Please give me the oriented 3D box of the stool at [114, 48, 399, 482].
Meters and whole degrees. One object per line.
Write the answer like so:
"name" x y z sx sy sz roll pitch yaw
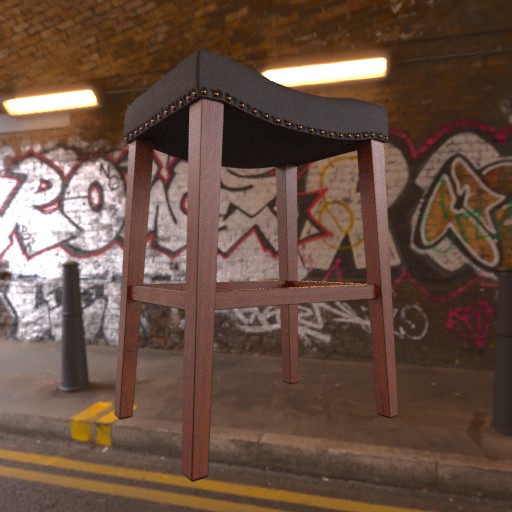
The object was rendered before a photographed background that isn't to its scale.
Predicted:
"stool" 0.000 0.000 0.851 0.439 0.612 0.320 1 -1 -36
